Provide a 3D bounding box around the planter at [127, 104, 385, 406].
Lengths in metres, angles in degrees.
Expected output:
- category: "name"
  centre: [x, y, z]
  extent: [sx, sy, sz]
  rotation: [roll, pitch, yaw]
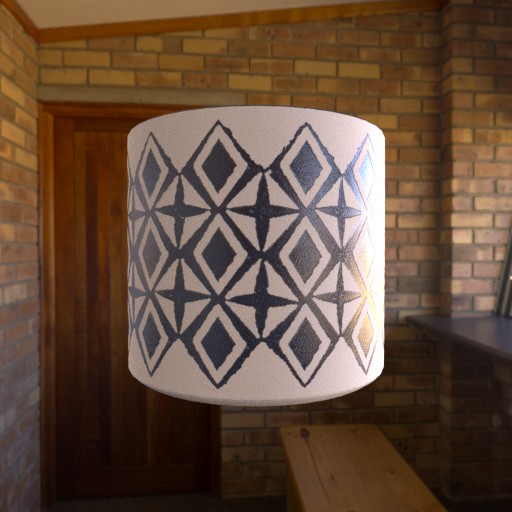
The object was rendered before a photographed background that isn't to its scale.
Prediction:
- category: "planter"
  centre: [0.000, 0.000, 0.326]
  extent: [0.182, 0.165, 0.182]
  rotation: [0, 1, 0]
